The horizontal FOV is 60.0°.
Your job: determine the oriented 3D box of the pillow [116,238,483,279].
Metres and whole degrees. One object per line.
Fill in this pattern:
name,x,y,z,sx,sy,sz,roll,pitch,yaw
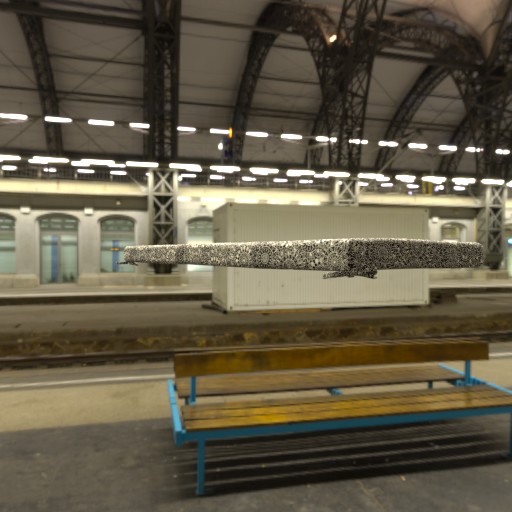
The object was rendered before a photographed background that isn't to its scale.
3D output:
pillow,0.000,0.000,1.348,0.492,0.081,1.187,0,1,-36
